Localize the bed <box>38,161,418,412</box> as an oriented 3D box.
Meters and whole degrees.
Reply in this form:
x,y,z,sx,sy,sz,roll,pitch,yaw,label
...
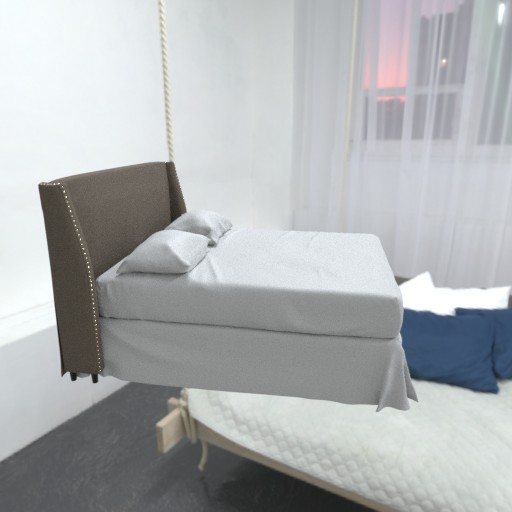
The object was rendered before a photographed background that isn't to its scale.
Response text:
x,y,z,sx,sy,sz,roll,pitch,yaw,label
0.000,0.000,3.456,2.276,1.332,1.925,3,16,10,bed
